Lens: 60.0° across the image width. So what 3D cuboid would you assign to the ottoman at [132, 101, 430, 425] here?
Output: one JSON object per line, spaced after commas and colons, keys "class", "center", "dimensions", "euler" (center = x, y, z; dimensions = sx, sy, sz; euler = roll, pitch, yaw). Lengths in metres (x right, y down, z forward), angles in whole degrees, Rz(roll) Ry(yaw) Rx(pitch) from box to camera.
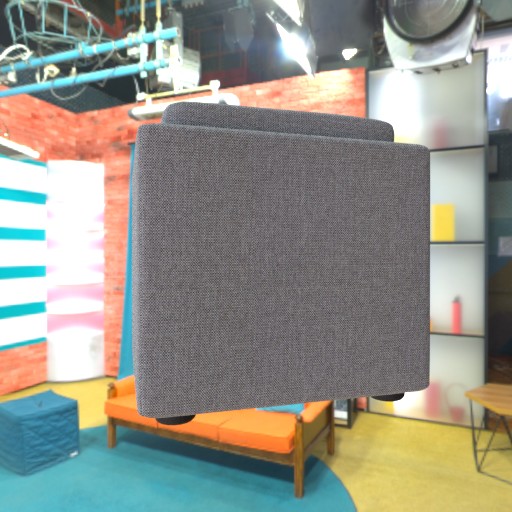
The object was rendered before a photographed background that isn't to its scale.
{"class": "ottoman", "center": [0.000, 0.000, 0.843], "dimensions": [0.450, 0.460, 0.450], "euler": [0, 0, -16]}
